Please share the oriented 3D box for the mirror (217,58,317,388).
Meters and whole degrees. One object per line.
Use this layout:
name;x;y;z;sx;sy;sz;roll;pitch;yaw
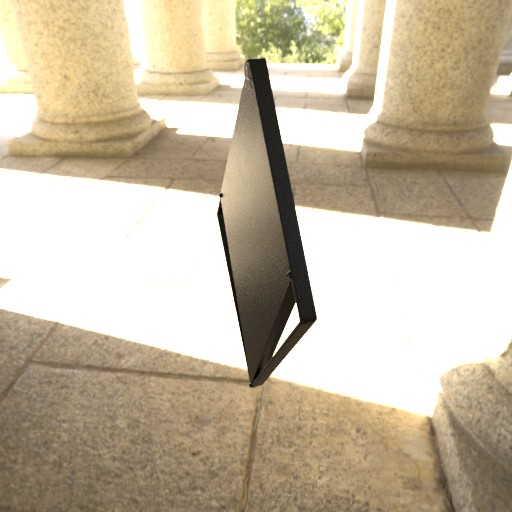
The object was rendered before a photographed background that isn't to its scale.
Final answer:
mirror;0.000;0.000;0.830;0.032;0.679;0.419;-11;32;-19
